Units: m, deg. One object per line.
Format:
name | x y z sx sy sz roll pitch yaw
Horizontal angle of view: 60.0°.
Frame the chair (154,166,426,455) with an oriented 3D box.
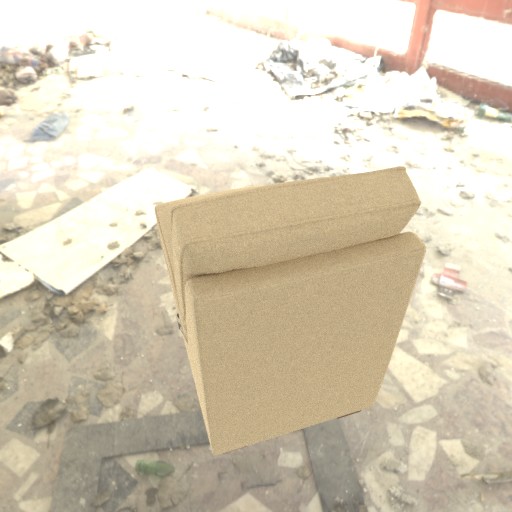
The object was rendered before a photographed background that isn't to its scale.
chair | 0.000 0.000 1.585 0.621 0.970 0.938 -12 42 -14
